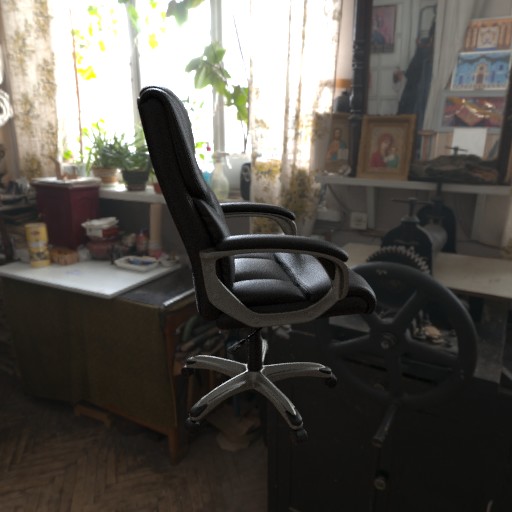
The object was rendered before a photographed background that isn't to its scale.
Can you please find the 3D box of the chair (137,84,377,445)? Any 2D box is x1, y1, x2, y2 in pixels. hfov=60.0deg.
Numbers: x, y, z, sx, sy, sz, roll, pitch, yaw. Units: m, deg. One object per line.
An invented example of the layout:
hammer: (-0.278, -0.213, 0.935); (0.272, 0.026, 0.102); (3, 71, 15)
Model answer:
chair: (0.000, 0.000, 1.611); (0.739, 1.155, 0.663); (-3, 17, -10)
